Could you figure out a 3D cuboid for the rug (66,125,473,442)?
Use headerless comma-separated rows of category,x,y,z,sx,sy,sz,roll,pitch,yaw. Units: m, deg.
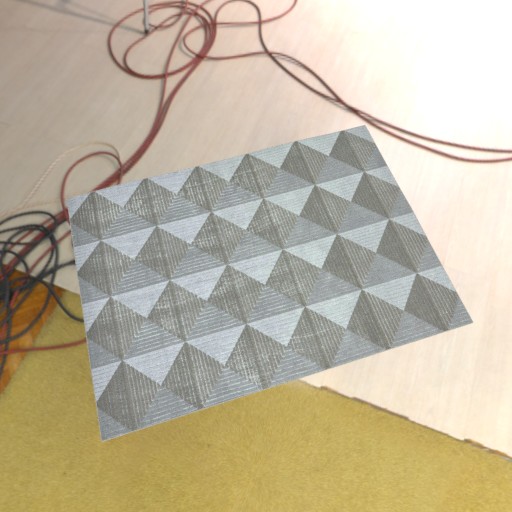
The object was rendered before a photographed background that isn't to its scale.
rug,0.000,0.000,4.263,3.333,0.027,2.428,-16,65,-8
